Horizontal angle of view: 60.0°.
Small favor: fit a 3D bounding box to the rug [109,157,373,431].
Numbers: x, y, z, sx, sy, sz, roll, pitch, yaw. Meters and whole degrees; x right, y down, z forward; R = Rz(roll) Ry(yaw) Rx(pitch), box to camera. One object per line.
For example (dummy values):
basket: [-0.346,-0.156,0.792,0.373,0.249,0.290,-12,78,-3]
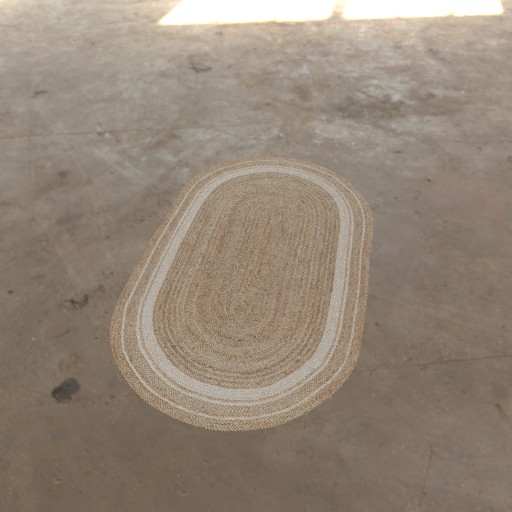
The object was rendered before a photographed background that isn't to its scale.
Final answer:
rug: [0.000,0.000,3.017,1.520,0.006,2.432,10,47,9]
